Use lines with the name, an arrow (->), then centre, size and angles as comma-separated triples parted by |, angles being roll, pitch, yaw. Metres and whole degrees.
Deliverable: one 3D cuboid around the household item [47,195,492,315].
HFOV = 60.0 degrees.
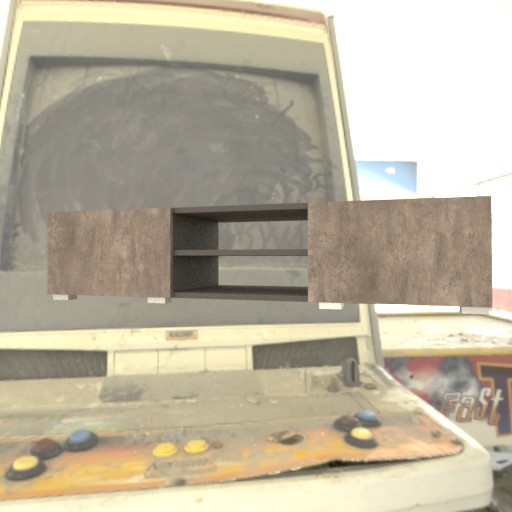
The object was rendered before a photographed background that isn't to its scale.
household item -> 0.000, 0.000, 1.542 | 1.400, 0.310, 0.420 | 0, 0, 17
